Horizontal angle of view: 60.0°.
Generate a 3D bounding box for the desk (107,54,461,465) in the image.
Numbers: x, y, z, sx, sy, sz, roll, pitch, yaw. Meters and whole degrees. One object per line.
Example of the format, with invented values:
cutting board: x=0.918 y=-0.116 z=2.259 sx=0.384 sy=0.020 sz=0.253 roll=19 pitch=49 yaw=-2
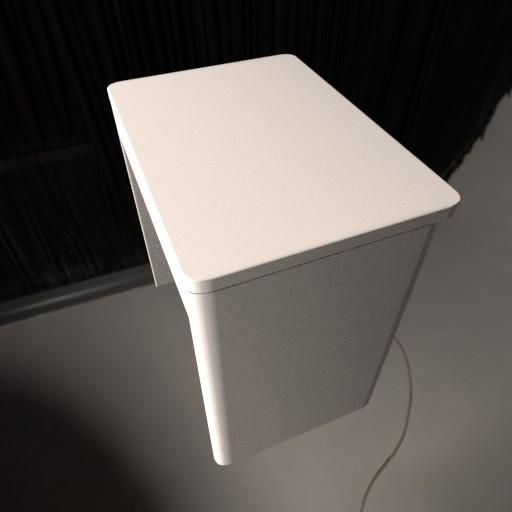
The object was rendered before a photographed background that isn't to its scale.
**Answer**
desk: x=0.000 y=0.000 z=1.287 sx=0.549 sy=0.800 sz=0.762 roll=-17 pitch=48 yaw=-16
